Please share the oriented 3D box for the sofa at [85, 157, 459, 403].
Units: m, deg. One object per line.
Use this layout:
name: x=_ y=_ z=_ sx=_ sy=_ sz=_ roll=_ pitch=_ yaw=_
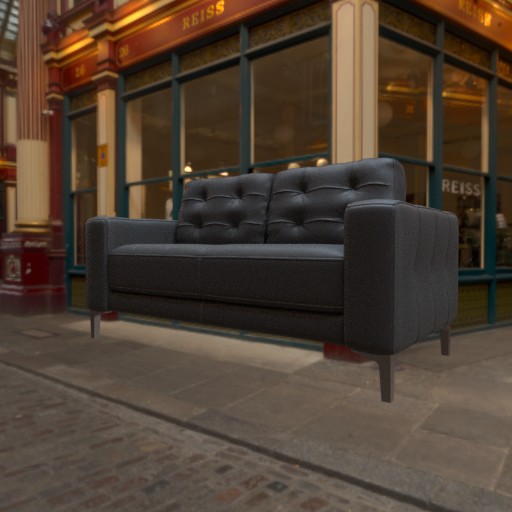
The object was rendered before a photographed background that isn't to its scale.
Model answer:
sofa: x=0.000 y=0.000 z=2.199 sx=1.726 sy=0.893 sz=0.833 roll=1 pitch=2 yaw=37
